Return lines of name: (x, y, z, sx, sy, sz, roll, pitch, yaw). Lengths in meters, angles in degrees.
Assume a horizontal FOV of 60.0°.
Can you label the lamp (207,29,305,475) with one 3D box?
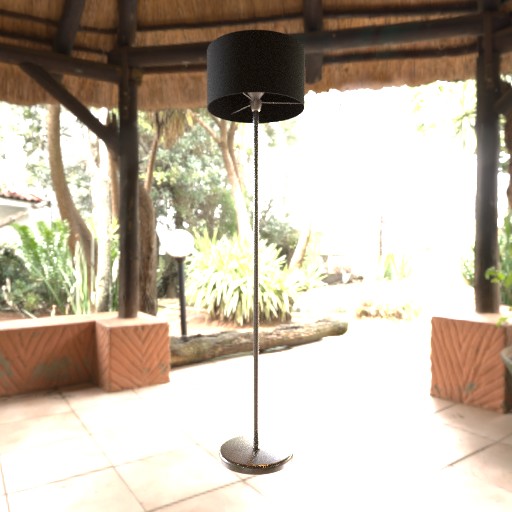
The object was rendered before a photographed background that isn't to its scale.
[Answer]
lamp: (0.000, 0.000, 1.590, 0.348, 1.443, 0.348, 0, 1, -35)
